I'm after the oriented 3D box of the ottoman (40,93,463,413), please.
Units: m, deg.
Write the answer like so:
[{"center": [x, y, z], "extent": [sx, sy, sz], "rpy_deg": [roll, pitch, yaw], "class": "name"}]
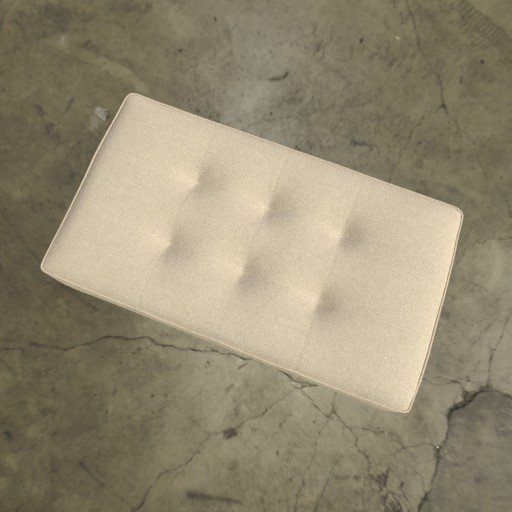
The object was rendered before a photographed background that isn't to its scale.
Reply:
[{"center": [0.000, 0.000, 1.503], "extent": [1.143, 0.508, 0.648], "rpy_deg": [21, 77, 5], "class": "ottoman"}]
